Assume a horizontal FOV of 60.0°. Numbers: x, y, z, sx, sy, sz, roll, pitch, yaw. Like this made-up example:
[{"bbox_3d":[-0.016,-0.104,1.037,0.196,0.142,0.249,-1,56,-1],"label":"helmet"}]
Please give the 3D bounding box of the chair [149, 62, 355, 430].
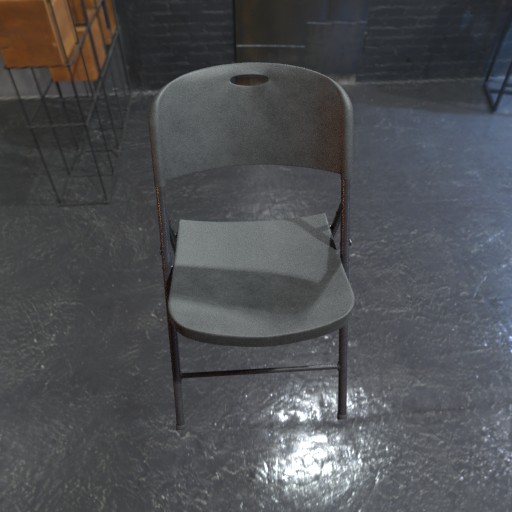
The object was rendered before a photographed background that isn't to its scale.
[{"bbox_3d":[0.000,0.000,1.184,0.494,0.810,0.566,-3,44,-3],"label":"chair"}]
